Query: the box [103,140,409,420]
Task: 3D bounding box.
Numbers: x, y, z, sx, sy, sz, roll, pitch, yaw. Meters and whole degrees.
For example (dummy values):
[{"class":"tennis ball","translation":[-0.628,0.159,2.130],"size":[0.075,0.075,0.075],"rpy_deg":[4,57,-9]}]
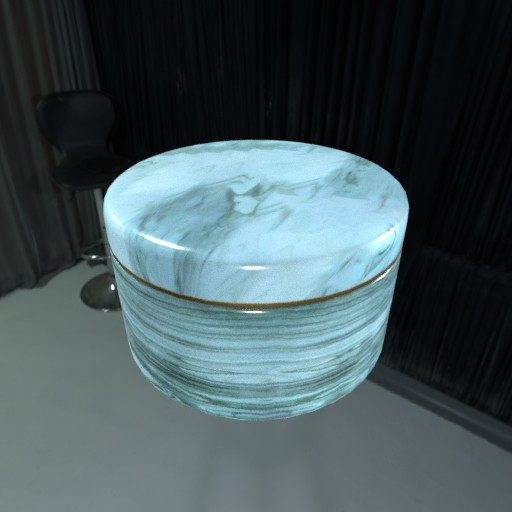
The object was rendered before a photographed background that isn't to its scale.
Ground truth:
[{"class":"box","translation":[0.000,0.000,0.166],"size":[0.101,0.063,0.101],"rpy_deg":[0,31,0]}]
